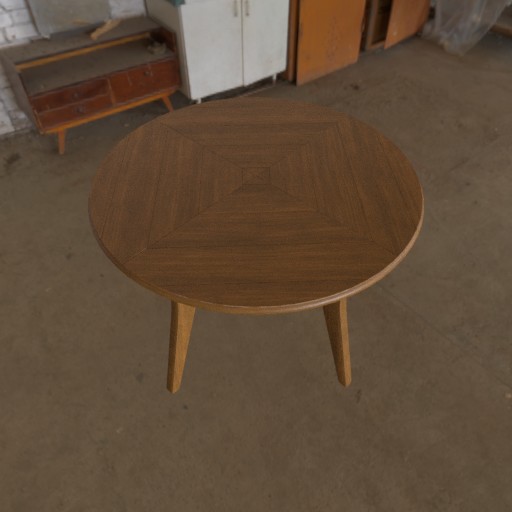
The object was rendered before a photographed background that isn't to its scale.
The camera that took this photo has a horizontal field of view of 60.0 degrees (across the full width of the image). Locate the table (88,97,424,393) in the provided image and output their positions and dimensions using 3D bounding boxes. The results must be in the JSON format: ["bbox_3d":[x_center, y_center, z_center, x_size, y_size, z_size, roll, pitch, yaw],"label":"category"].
[{"bbox_3d":[0.000,0.000,1.703,1.055,0.757,1.055,0,47,0],"label":"table"}]
